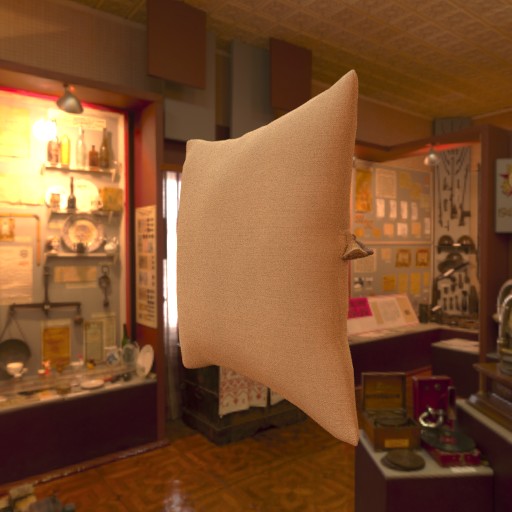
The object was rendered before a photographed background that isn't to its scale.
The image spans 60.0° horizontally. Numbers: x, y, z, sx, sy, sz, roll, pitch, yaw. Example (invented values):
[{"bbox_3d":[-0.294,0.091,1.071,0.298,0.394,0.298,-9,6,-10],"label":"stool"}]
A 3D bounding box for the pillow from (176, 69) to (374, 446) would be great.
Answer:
[{"bbox_3d":[0.000,0.000,0.766,0.165,0.481,0.489,-1,1,-36],"label":"pillow"}]
